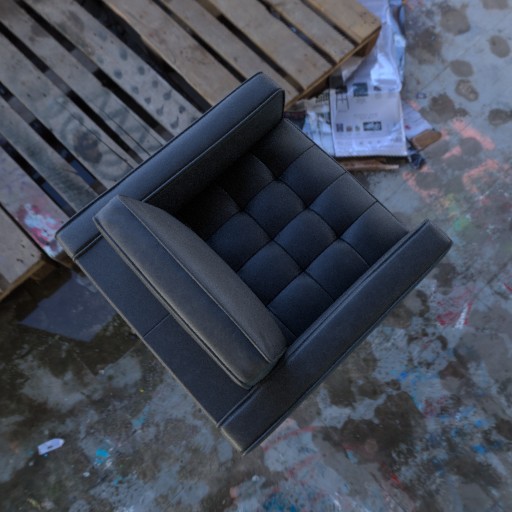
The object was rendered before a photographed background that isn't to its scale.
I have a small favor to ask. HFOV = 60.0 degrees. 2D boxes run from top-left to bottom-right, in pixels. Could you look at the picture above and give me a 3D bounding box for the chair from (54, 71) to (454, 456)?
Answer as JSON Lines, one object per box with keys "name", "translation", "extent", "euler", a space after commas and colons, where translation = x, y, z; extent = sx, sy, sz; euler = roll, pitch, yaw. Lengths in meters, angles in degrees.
{"name": "chair", "translation": [0.000, 0.000, 1.546], "extent": [0.914, 0.763, 0.889], "euler": [-42, 78, -11]}
